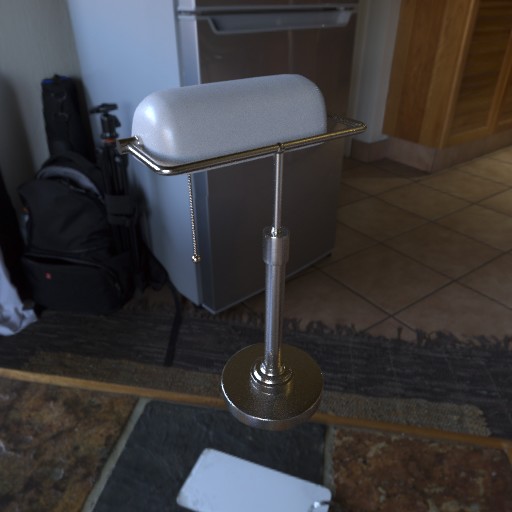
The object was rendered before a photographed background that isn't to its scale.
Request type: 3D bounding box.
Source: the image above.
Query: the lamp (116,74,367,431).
[{"bbox_3d":[0.000,0.000,0.558,0.269,0.404,0.227,-19,37,-28],"label":"lamp"}]
